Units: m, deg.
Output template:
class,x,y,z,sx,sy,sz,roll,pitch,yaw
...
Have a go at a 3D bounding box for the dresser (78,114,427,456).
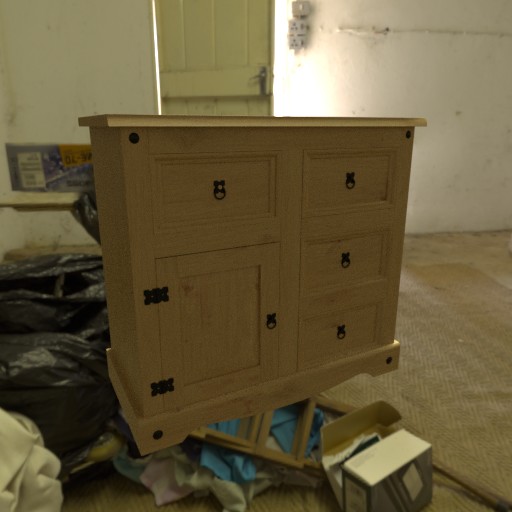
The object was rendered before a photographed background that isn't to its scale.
class,x,y,z,sx,sy,sz,roll,pitch,yaw
dresser,0.000,0.000,1.401,0.915,0.835,0.440,-9,18,-27
